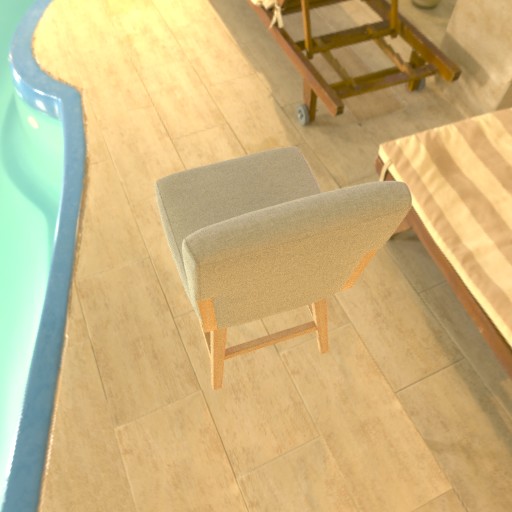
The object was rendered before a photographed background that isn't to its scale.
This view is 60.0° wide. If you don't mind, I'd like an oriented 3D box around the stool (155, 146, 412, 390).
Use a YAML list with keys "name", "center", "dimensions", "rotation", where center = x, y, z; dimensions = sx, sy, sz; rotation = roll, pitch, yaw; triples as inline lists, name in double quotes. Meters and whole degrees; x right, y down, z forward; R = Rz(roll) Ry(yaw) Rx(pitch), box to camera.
- name: "stool"
  center: [0.000, 0.000, 1.405]
  dimensions: [0.507, 1.085, 0.606]
  rotation: [-16, 59, -10]
